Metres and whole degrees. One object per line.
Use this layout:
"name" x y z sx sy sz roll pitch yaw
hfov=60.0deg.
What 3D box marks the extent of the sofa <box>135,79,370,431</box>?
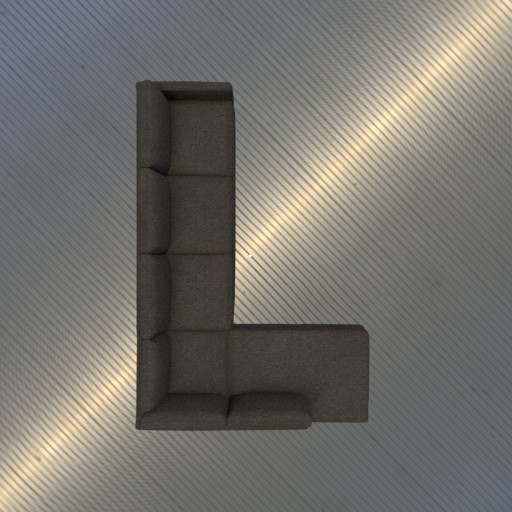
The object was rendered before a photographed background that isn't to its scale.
"sofa" 0.000 0.000 3.875 2.007 0.815 2.949 0 90 -1
